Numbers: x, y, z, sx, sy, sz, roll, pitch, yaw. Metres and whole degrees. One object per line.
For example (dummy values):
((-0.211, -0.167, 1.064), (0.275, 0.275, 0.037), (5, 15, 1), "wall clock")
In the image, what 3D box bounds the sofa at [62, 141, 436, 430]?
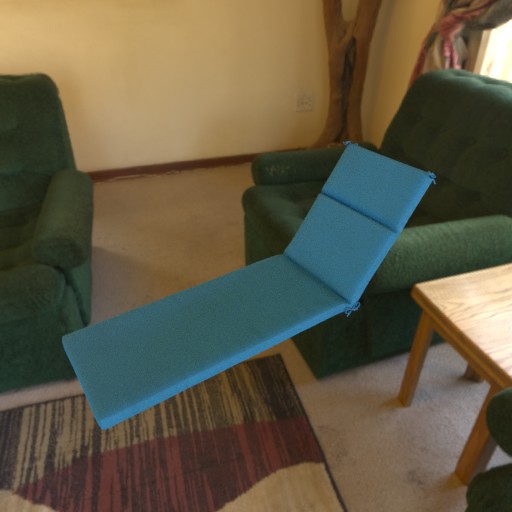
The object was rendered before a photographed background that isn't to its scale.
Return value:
((0.000, 0.000, 1.963), (1.663, 0.622, 0.582), (-20, 38, -28), "sofa")
